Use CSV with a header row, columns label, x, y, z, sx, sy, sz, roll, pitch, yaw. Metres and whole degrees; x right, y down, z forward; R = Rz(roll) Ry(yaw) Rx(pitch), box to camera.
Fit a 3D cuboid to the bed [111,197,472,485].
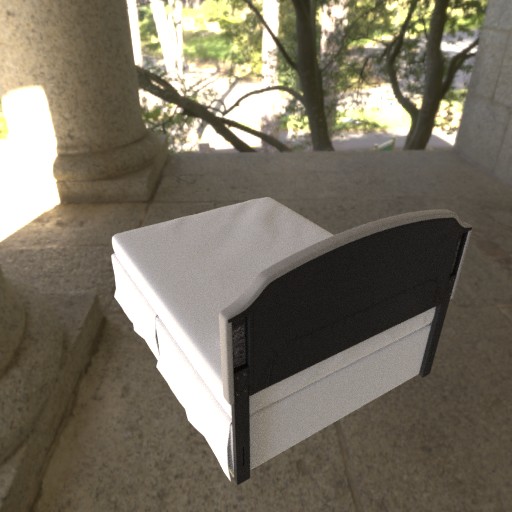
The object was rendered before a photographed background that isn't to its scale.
label,x,y,z,sx,sy,sz,roll,pitch,yaw
bed,0.000,0.000,2.993,1.558,1.270,1.999,-17,34,-27
